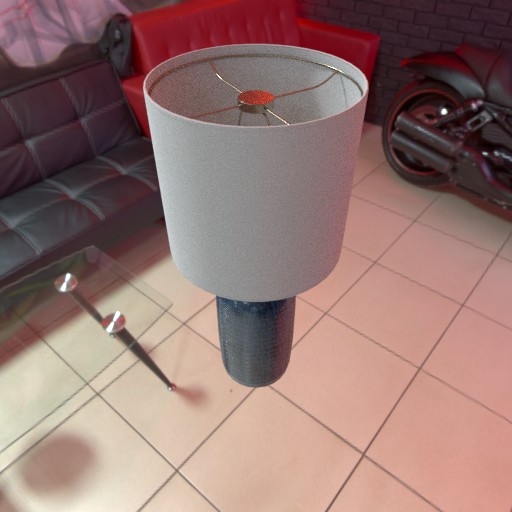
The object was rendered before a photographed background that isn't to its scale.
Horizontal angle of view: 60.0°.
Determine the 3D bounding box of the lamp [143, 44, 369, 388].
[{"bbox_3d":[0.000,0.000,0.599,0.220,0.475,0.220,-12,43,-13],"label":"lamp"}]
